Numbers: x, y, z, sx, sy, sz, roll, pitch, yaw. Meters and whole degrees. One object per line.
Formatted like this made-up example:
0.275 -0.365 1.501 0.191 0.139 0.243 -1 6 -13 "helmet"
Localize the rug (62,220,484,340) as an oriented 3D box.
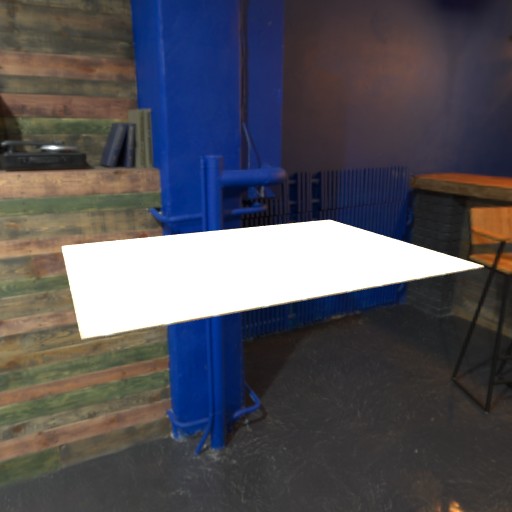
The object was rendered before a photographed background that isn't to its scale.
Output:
0.000 0.000 2.720 2.134 0.010 1.524 -7 17 -24 "rug"
